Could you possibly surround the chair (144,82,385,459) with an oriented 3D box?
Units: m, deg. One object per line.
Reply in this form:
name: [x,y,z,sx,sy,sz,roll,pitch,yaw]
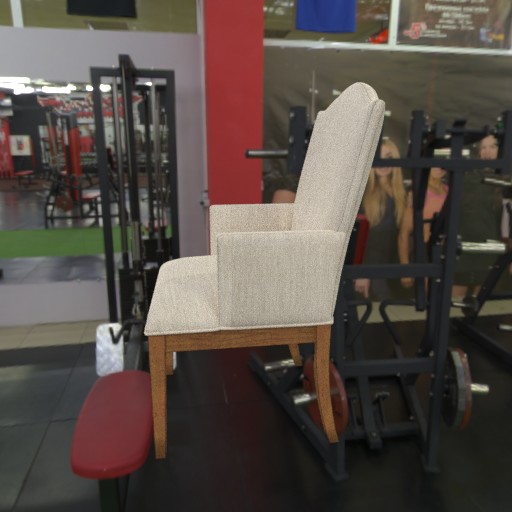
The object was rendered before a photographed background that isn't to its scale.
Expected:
chair: [0.000,0.000,1.373,0.641,1.016,0.533,-2,15,-7]
